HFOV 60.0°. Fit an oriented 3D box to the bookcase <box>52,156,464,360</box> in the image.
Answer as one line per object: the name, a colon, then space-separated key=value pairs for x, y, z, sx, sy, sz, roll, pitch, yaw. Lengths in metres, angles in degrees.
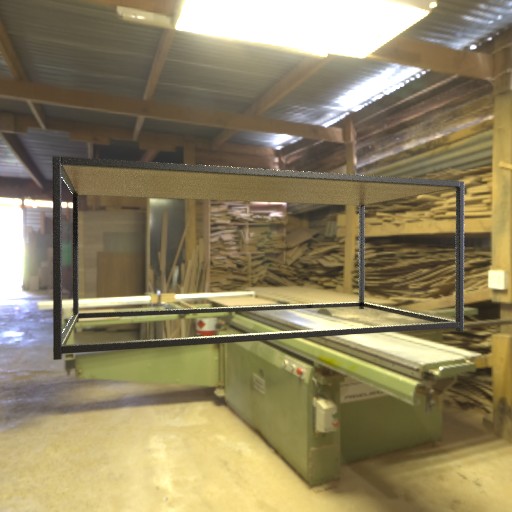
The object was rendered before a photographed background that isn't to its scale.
bookcase: x=0.000 y=0.000 z=1.259 sx=1.000 sy=0.400 sz=0.500 roll=0 pitch=1 yaw=-18
